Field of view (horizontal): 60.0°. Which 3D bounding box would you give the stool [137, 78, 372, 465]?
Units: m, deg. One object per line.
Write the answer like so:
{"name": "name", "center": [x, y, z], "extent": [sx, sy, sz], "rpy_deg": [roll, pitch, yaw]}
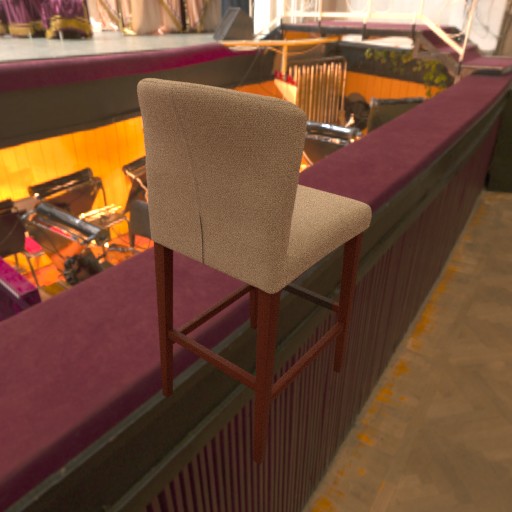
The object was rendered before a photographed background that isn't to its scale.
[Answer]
{"name": "stool", "center": [0.000, 0.000, 1.363], "extent": [0.481, 1.069, 0.568], "rpy_deg": [22, 36, 33]}
